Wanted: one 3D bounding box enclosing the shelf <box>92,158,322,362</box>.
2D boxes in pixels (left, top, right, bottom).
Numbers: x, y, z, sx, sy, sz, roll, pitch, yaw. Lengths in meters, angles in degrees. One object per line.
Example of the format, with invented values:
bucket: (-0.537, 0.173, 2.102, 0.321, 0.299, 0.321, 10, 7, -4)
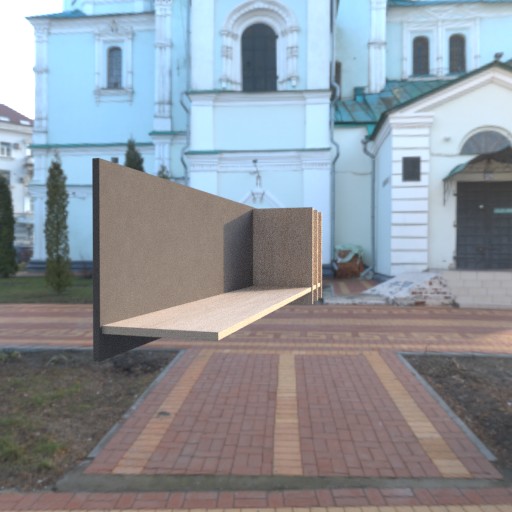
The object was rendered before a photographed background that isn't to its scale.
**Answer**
shelf: (0.000, 0.000, 1.114, 0.200, 0.300, 1.020, 0, 1, 17)
